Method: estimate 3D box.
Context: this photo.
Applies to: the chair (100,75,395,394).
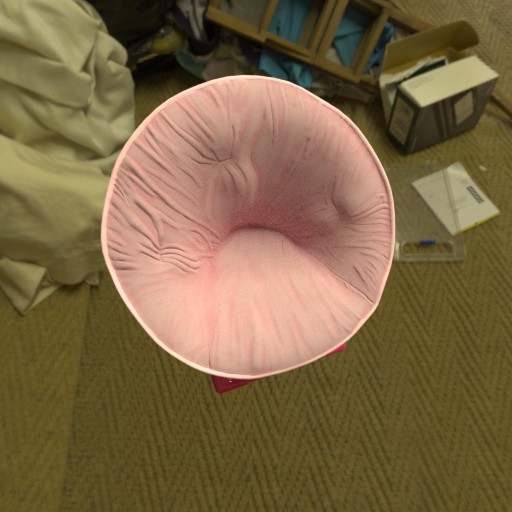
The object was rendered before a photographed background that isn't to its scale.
[{"bbox_3d":[0.000,0.000,0.880,0.522,0.494,0.459,-17,65,-8],"label":"chair"}]
